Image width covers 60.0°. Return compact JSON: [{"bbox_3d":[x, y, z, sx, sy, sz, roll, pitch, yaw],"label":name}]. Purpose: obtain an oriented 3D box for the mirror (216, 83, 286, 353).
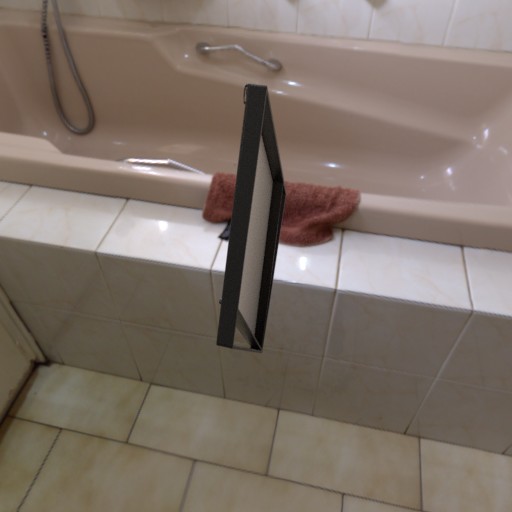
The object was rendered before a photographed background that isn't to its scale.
[{"bbox_3d":[0.000,0.000,0.856,0.032,0.679,0.419,11,47,10],"label":"mirror"}]
